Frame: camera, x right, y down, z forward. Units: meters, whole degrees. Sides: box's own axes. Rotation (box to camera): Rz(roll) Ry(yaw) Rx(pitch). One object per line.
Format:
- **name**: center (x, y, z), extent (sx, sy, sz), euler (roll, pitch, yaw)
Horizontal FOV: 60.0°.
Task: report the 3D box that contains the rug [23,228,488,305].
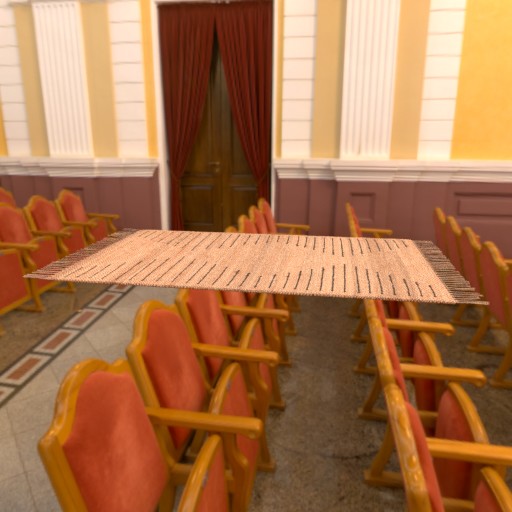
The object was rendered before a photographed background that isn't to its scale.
- **rug**: center (0.000, 0.000, 2.012), extent (1.718, 0.017, 0.905), euler (3, 16, 9)
